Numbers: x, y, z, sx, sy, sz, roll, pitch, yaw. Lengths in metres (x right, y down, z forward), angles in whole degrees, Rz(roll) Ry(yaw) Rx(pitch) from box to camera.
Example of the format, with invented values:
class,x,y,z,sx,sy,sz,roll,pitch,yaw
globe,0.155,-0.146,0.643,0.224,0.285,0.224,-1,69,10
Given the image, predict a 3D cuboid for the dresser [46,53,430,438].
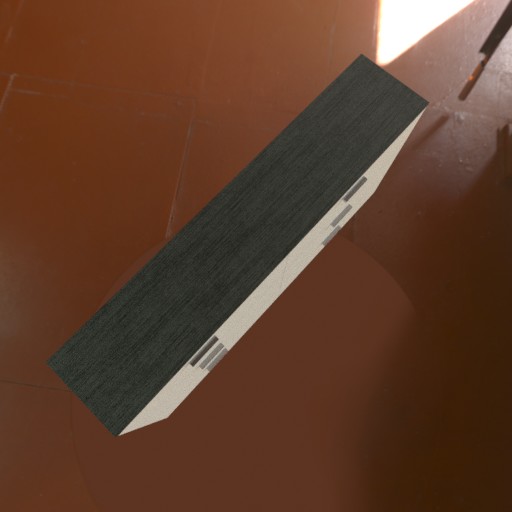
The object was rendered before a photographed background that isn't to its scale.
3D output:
class,x,y,z,sx,sy,sz,roll,pitch,yaw
dresser,0.000,0.000,1.856,0.333,0.790,1.535,41,78,11
